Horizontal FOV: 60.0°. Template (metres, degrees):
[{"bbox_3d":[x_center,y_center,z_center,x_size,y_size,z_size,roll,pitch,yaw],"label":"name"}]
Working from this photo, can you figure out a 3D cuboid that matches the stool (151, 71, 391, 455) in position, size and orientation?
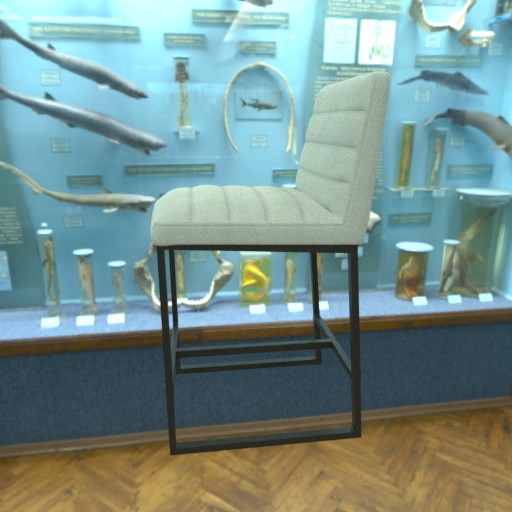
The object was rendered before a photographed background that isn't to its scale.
[{"bbox_3d":[0.000,0.000,1.293,0.567,0.971,0.459,-2,16,-7],"label":"stool"}]
